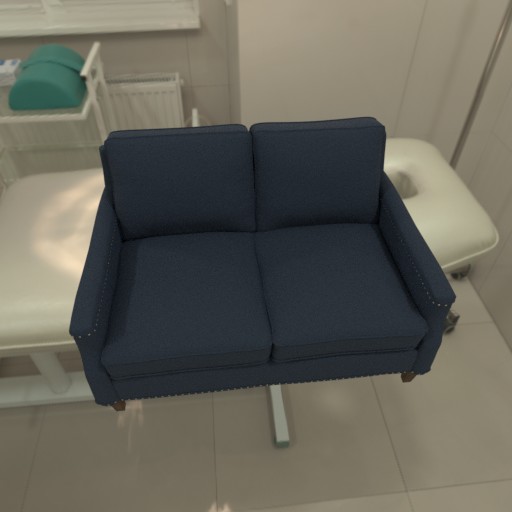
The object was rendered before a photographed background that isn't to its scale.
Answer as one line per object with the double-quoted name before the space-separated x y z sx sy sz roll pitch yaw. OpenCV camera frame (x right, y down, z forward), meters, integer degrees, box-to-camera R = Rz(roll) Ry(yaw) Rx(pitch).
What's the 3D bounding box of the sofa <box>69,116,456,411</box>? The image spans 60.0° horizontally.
"sofa" 0.000 0.000 2.199 1.597 1.003 1.084 -4 46 -4
